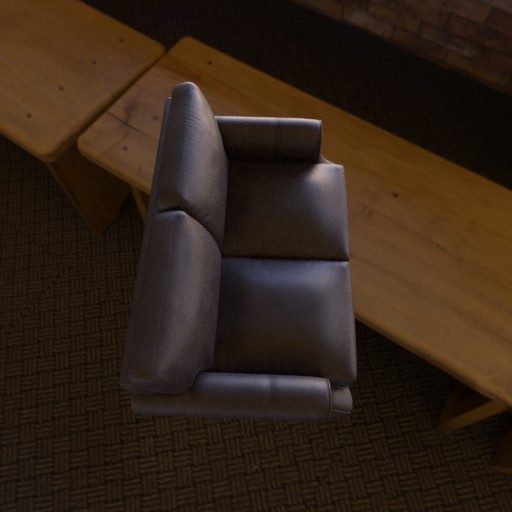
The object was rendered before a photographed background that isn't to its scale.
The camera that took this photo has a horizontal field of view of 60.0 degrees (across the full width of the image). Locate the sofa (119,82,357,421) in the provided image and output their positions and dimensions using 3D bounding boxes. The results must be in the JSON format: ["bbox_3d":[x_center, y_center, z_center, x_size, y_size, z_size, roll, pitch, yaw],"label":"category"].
[{"bbox_3d":[0.000,0.000,2.366,1.030,0.979,1.663,2,65,1],"label":"sofa"}]
